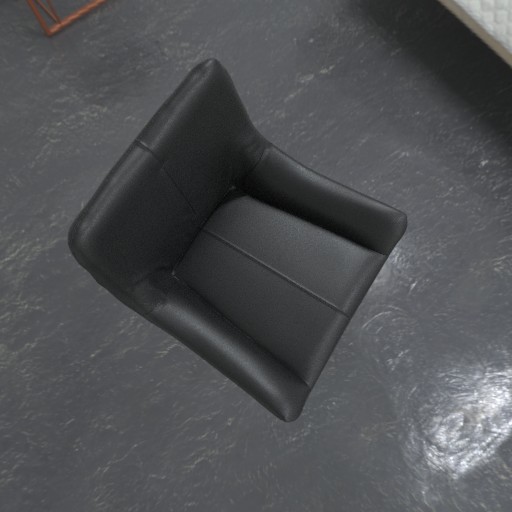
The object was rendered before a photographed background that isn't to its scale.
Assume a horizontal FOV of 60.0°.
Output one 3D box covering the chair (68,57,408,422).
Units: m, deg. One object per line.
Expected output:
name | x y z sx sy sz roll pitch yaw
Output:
chair | 0.000 0.000 1.565 0.826 0.922 0.836 31 77 8
